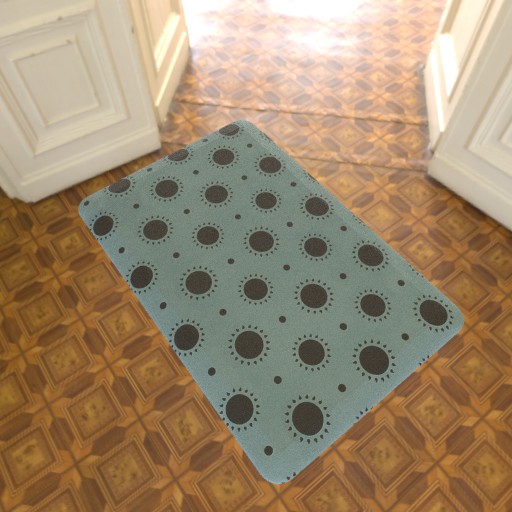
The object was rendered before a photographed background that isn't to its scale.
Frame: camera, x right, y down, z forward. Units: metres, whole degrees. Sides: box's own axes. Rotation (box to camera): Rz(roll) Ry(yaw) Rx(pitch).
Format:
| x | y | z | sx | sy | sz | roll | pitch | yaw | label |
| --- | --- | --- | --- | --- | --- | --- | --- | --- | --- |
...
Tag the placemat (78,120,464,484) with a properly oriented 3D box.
| x | y | z | sx | sy | sz | roll | pitch | yaw | label |
| --- | --- | --- | --- | --- | --- | --- | --- | --- | --- |
| 0.000 | 0.000 | 0.962 | 0.508 | 0.021 | 0.762 | -33 | 63 | -19 | placemat |
